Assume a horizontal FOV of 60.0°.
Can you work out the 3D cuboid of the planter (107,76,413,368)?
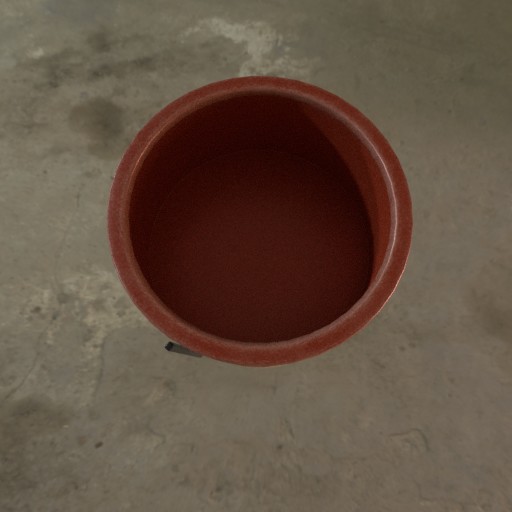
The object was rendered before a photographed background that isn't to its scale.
[{"bbox_3d":[0.000,0.000,0.507,0.235,0.354,0.251,-20,77,-5],"label":"planter"}]
